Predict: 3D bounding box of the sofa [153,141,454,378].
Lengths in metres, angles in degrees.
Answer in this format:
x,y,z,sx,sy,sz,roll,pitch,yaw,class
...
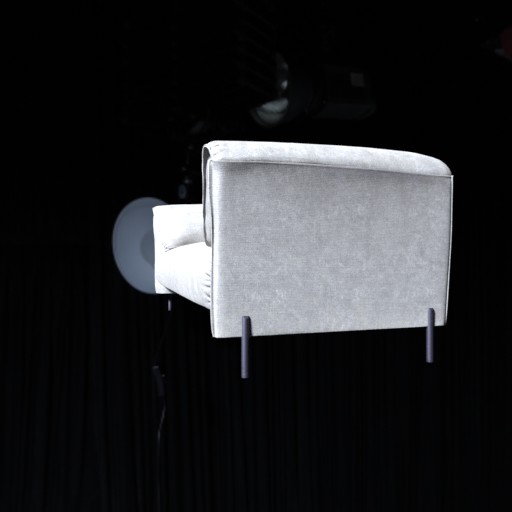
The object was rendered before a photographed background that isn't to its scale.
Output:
x,y,z,sx,sy,sz,roll,pitch,yaw,class
0.000,0.000,2.312,0.905,0.747,1.878,0,0,-18,sofa
